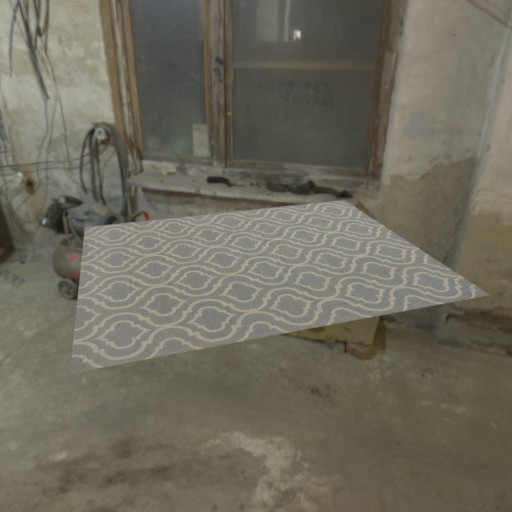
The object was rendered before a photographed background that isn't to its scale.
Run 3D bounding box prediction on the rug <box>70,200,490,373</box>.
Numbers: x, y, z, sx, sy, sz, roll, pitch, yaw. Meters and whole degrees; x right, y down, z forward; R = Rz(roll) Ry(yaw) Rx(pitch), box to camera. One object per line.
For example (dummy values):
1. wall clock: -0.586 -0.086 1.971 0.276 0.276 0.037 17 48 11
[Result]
1. rug: 0.000 0.000 3.860 2.892 0.006 2.283 -8 27 -15
